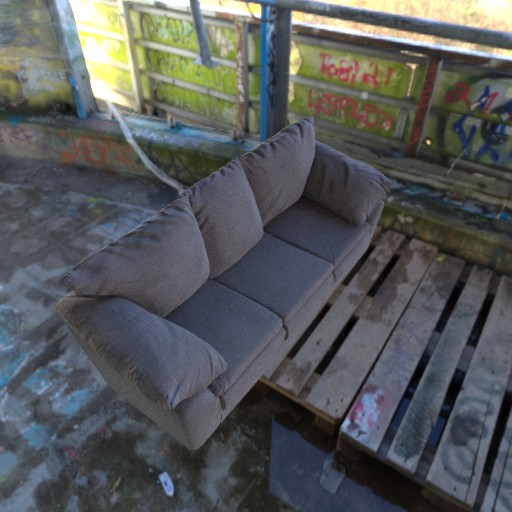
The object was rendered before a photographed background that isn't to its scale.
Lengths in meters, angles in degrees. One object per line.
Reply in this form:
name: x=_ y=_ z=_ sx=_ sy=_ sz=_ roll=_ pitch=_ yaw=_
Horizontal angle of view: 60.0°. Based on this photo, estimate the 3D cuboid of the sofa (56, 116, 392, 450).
sofa: x=0.000 y=0.000 z=2.892 sx=0.927 sy=1.043 sz=2.390 roll=26 pitch=47 yaw=26
